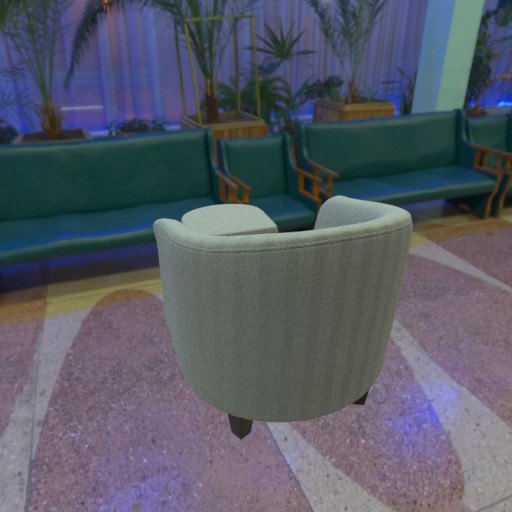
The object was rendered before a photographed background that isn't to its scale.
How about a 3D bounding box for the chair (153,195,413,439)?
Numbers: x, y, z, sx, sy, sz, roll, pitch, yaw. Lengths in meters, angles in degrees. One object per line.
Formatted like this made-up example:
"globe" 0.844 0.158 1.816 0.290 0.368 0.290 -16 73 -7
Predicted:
"chair" 0.000 0.000 1.740 0.756 0.757 1.288 -9 29 -17
